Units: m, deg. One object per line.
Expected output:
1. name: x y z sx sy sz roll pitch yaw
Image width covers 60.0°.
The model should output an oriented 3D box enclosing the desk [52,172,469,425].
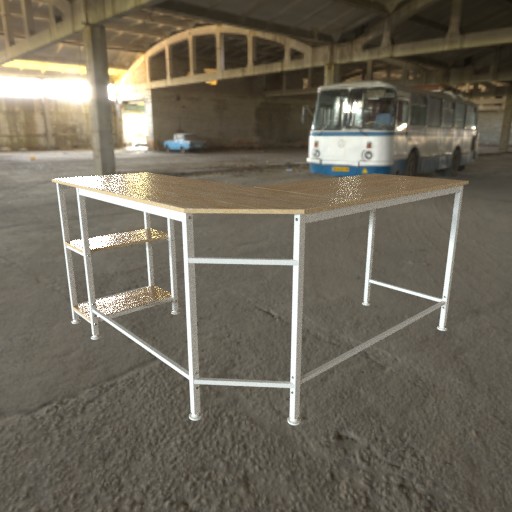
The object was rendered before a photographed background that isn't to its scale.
1. desk: 0.000 0.000 2.172 1.379 0.739 1.379 -14 21 -41
